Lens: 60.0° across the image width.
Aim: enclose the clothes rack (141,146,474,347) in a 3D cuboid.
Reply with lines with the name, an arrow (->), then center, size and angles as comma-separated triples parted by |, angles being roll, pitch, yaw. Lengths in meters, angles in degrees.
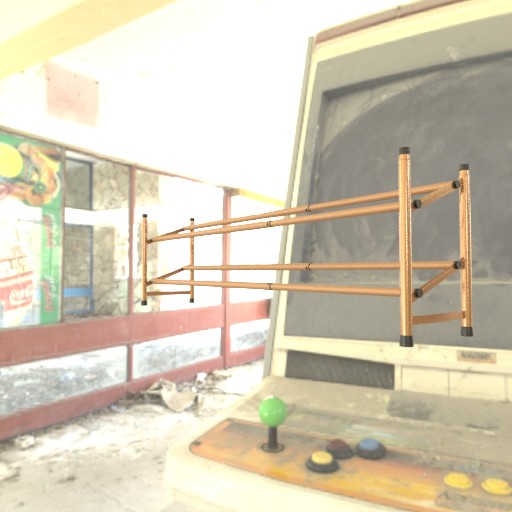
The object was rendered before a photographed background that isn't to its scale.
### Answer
clothes rack -> 0.000, 0.000, 1.295 | 0.229, 0.349, 1.168 | 1, -2, -37
